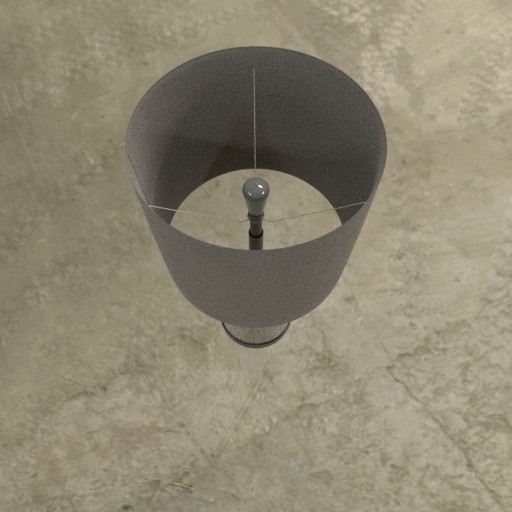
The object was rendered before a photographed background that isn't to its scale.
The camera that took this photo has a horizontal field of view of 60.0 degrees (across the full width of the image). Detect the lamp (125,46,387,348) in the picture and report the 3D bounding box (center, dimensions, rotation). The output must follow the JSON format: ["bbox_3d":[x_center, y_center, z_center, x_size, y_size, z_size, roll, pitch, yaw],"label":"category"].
[{"bbox_3d":[0.000,0.000,0.596,0.229,0.470,0.229,-1,63,0],"label":"lamp"}]
